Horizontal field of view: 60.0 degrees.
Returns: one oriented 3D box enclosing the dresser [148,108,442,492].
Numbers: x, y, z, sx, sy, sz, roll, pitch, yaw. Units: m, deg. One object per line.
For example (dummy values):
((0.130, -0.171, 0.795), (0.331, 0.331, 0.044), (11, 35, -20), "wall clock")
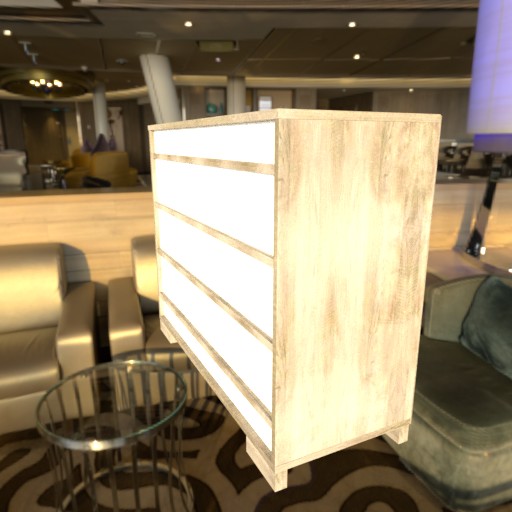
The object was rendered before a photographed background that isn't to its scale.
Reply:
((0.000, 0.000, 1.402), (0.404, 0.816, 0.994), (-7, 16, -25), "dresser")
